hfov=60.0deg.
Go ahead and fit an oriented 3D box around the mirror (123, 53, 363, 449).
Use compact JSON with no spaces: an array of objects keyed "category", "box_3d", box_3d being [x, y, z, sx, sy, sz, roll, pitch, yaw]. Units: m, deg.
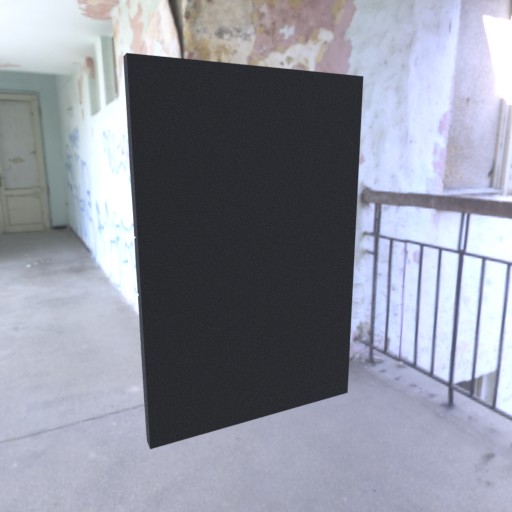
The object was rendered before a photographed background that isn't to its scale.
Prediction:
[{"category":"mirror","box_3d":[0.000,0.000,1.147,0.606,0.912,0.044,-6,14,-26]}]
